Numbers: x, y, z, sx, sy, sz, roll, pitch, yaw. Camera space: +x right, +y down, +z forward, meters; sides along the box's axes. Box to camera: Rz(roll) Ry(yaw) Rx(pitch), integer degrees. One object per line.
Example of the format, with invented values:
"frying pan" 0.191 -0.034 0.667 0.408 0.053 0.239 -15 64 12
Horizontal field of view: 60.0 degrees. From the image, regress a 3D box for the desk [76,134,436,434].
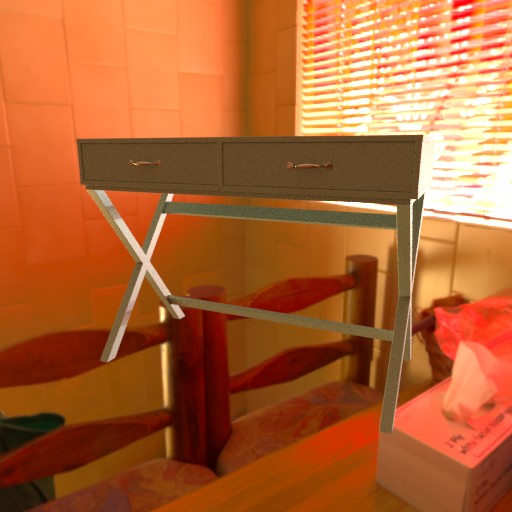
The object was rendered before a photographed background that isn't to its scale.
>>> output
"desk" 0.000 0.000 1.525 1.057 0.780 0.525 6 15 24
